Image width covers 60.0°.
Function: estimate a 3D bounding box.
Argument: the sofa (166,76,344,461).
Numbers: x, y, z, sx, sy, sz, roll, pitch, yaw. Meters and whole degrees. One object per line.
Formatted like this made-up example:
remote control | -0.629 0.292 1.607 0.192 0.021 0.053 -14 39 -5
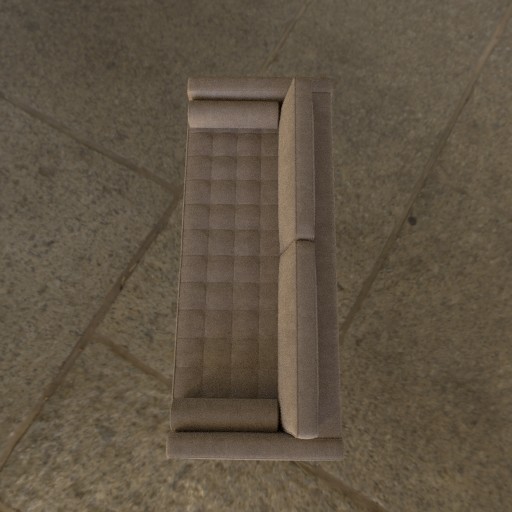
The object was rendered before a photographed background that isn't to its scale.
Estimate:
sofa | 0.000 0.000 2.642 0.919 0.770 2.200 1 76 0
